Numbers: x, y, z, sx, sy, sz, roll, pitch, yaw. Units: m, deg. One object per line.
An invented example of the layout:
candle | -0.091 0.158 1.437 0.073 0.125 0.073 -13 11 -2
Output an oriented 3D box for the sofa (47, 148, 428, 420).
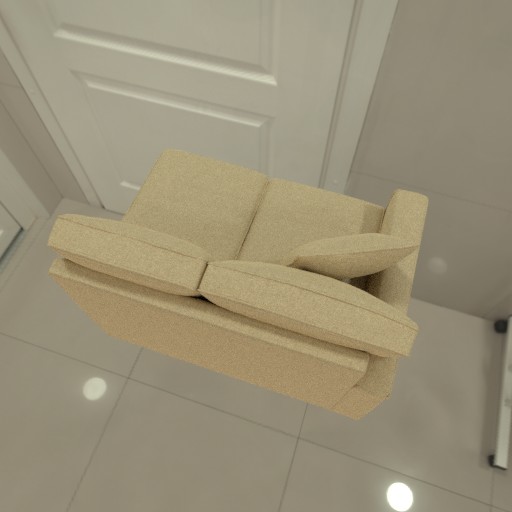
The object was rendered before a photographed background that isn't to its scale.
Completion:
sofa | 0.000 0.000 2.082 1.388 0.989 0.991 16 63 9
